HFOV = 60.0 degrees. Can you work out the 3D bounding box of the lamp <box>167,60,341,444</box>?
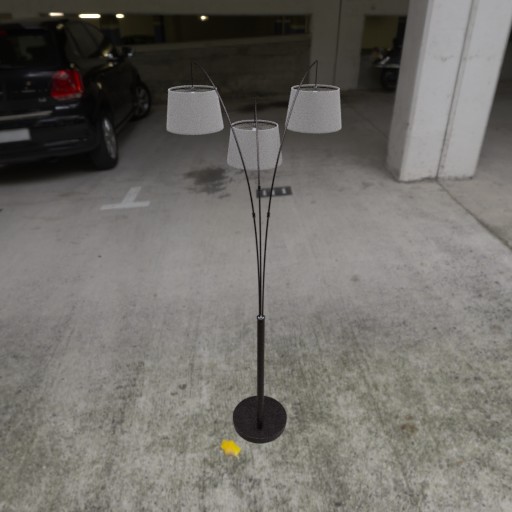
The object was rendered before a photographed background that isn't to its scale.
[{"bbox_3d":[0.000,0.000,2.467,0.951,1.950,0.924,-1,29,-1],"label":"lamp"}]
